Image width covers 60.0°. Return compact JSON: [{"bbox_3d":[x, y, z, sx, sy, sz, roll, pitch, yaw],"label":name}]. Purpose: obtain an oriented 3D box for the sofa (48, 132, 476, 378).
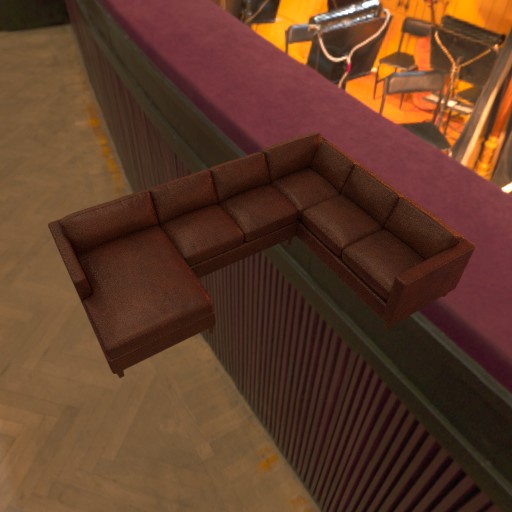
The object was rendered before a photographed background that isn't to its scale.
[{"bbox_3d":[0.000,0.000,4.445,3.324,0.891,2.452,-24,50,-22],"label":"sofa"}]
